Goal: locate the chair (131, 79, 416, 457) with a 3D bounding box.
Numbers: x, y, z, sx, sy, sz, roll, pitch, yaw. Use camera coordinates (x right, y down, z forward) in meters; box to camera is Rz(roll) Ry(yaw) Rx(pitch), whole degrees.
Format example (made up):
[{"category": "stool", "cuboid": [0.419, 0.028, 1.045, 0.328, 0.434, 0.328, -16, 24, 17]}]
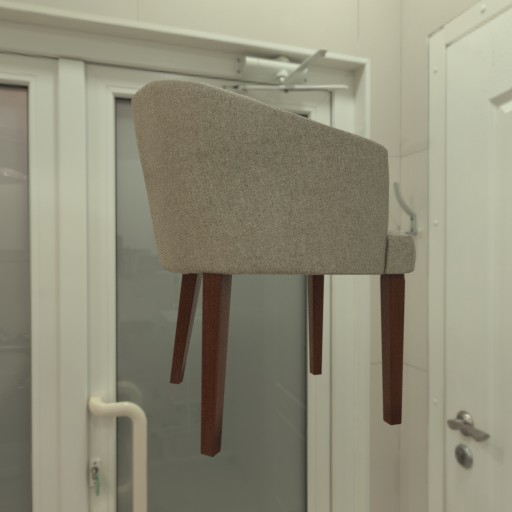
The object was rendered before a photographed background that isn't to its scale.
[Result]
[{"category": "chair", "cuboid": [0.000, 0.000, 1.212, 0.655, 0.811, 0.583, 0, 1, -17]}]
